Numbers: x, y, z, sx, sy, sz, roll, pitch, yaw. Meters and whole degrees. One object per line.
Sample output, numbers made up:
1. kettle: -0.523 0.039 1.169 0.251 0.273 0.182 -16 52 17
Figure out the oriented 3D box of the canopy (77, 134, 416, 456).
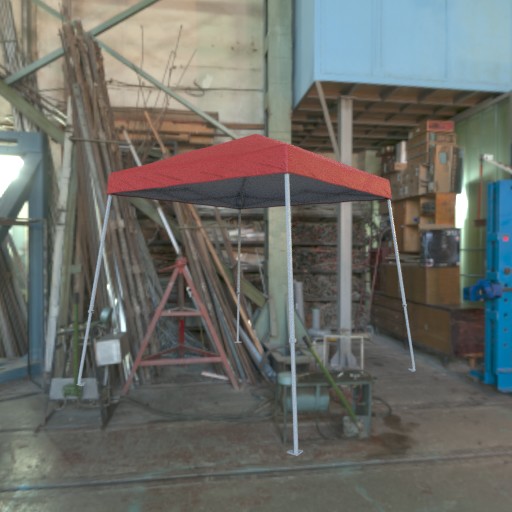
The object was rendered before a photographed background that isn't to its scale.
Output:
1. canopy: 0.000 0.000 6.568 3.600 3.600 3.599 1 1 36
